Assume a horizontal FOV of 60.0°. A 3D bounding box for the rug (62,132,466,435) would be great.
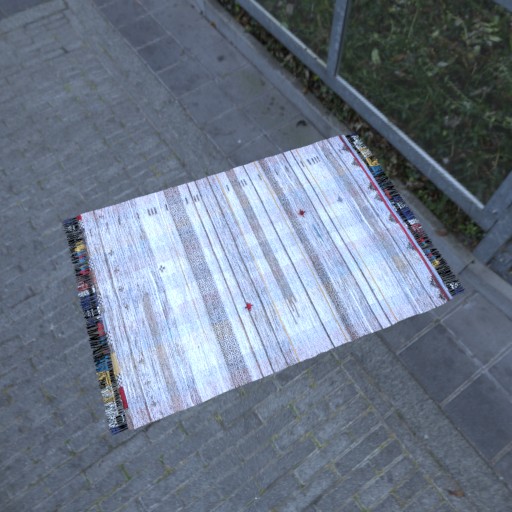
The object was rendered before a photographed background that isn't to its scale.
[{"bbox_3d":[0.000,0.000,2.347,1.848,0.012,1.217,-19,63,-10],"label":"rug"}]
